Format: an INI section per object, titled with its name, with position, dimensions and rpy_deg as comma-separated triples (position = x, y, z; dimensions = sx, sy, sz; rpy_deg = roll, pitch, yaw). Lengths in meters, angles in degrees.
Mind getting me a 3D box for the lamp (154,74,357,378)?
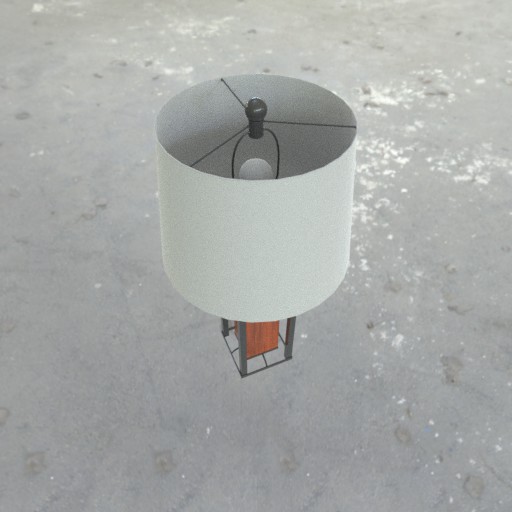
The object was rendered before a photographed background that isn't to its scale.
[lamp]
position = 0.000, 0.000, 0.783
dimensions = 0.320, 0.591, 0.320
rpy_deg = 0, 47, 0
